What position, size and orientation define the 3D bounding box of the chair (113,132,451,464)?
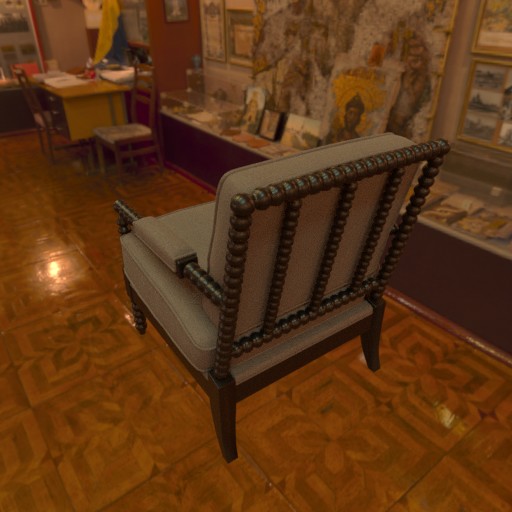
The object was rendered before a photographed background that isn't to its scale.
[{"bbox_3d":[0.000,0.000,1.106,0.540,0.661,0.622,-20,37,-30],"label":"chair"}]
